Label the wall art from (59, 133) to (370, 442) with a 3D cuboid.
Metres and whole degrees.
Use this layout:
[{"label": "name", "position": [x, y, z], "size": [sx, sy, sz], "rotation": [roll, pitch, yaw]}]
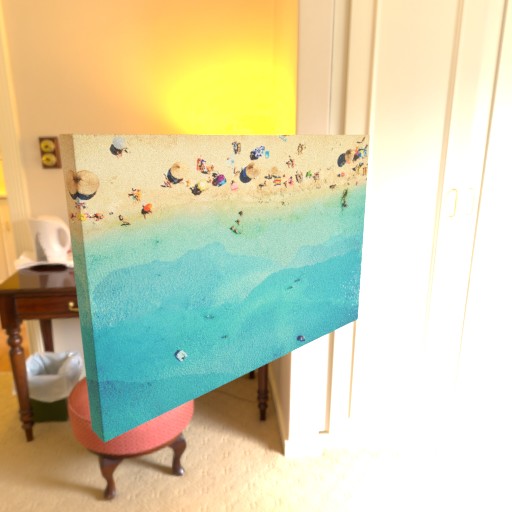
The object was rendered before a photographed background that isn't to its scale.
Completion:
[{"label": "wall art", "position": [0.000, 0.000, 0.767], "size": [0.609, 0.406, 0.039], "rotation": [-14, 21, -42]}]
